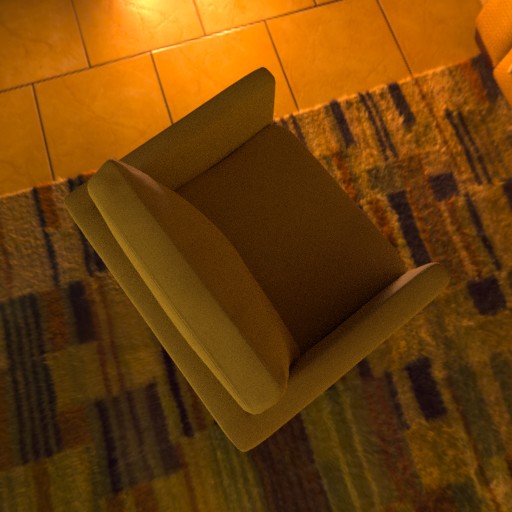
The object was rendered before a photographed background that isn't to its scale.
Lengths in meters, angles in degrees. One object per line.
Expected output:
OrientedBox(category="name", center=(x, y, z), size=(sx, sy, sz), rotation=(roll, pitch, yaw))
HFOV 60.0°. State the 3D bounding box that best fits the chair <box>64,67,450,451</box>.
OrientedBox(category="chair", center=(0.000, 0.000, 1.814), size=(0.959, 0.961, 1.107), rotation=(-37, 79, -8))
